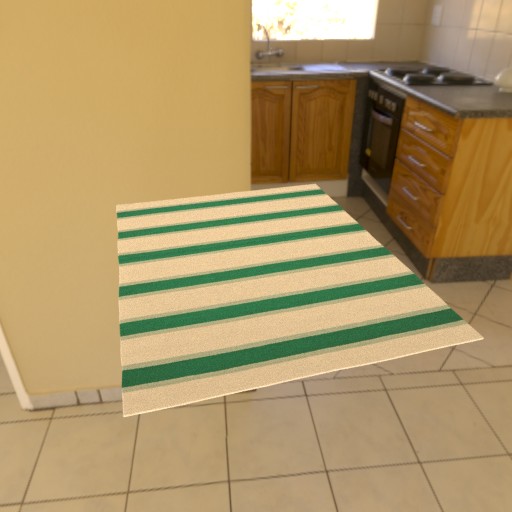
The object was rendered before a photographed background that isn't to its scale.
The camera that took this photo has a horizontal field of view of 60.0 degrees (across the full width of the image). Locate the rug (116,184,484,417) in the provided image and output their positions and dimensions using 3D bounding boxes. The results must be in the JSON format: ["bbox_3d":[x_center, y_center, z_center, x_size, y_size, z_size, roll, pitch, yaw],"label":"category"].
[{"bbox_3d":[0.000,0.000,4.047,2.434,0.019,3.041,-8,31,-14],"label":"rug"}]
